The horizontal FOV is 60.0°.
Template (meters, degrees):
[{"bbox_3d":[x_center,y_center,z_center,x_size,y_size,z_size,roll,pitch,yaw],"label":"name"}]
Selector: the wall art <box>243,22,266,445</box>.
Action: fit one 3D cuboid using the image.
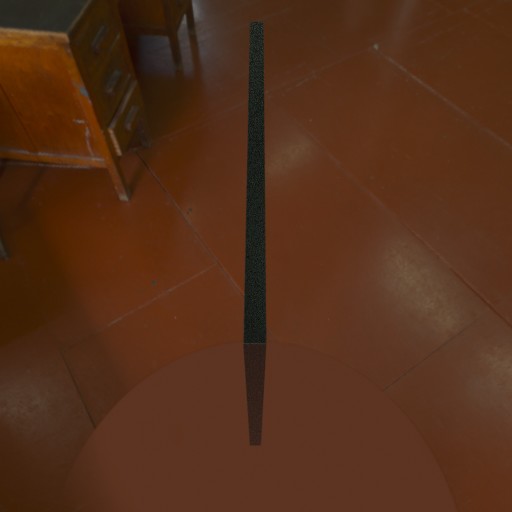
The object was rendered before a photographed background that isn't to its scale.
[{"bbox_3d":[0.000,0.000,1.130,0.031,0.775,0.773,0,58,0],"label":"wall art"}]
